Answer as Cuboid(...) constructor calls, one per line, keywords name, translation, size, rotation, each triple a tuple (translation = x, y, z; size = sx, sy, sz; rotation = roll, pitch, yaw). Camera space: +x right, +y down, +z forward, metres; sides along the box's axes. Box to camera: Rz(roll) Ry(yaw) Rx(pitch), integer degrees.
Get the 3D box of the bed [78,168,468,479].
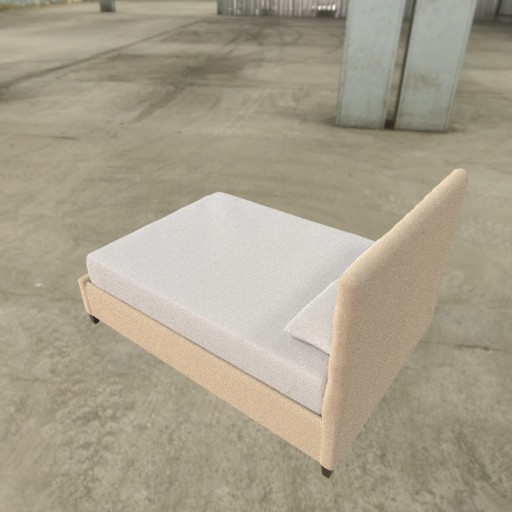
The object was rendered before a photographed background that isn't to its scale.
Cuboid(name="bed", translation=(0.000, 0.000, 3.402), size=(2.387, 1.427, 1.698), rotation=(22, 38, 31))
